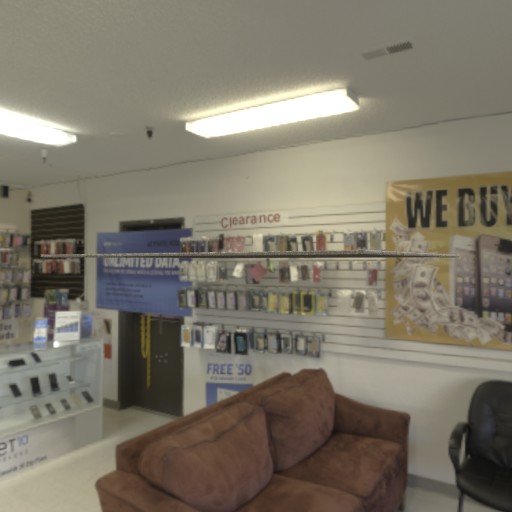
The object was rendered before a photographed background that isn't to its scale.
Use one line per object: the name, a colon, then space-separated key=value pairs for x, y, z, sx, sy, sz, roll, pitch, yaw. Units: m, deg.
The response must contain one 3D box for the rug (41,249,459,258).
rug: x=0.000 y=0.000 z=4.106 sx=3.049 sy=0.025 sz=2.449 roll=0 pitch=-1 yaw=35
